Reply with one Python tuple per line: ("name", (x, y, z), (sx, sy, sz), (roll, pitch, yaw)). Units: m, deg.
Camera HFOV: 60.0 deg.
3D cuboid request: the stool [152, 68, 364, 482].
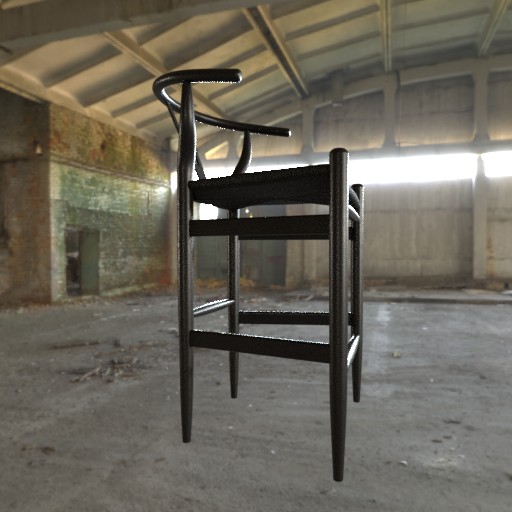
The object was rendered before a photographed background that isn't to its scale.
("stool", (0.000, 0.000, 1.293), (0.579, 0.970, 0.569), (0, 1, 17))
